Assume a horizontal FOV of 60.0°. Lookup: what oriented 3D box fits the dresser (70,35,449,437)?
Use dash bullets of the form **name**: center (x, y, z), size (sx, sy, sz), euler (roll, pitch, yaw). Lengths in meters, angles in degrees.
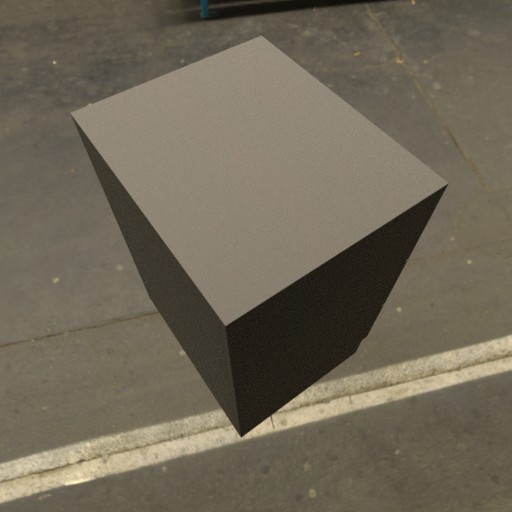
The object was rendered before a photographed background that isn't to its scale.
- **dresser**: center (0.000, 0.000, 0.828), size (0.360, 0.560, 0.400), euler (-31, 62, -18)
